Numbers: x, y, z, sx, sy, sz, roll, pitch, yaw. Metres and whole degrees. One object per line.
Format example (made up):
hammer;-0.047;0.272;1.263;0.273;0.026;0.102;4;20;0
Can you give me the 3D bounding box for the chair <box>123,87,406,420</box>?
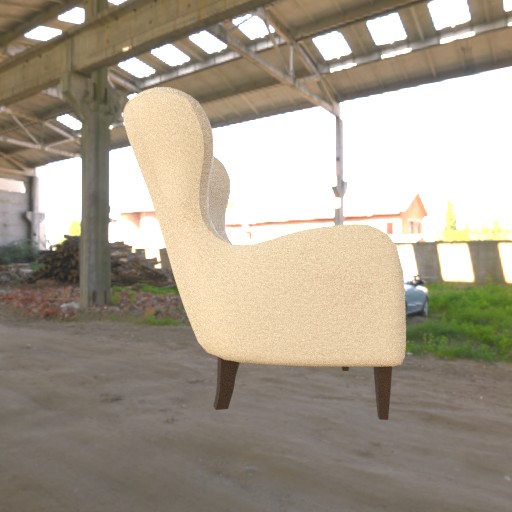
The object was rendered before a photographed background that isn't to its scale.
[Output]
chair;0.000;0.000;1.779;0.984;1.064;0.861;0;-1;1
